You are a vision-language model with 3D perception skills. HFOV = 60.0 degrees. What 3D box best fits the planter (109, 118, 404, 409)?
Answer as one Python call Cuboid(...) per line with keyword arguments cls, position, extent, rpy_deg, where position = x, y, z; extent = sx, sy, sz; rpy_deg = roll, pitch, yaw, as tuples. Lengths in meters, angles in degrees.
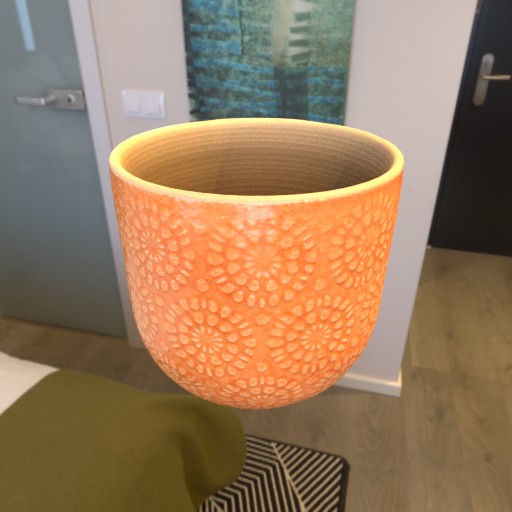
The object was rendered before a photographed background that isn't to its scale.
Cuboid(cls="planter", position=(0.000, 0.000, 0.292), extent=(0.170, 0.152, 0.170), rpy_deg=(0, 29, 0))
